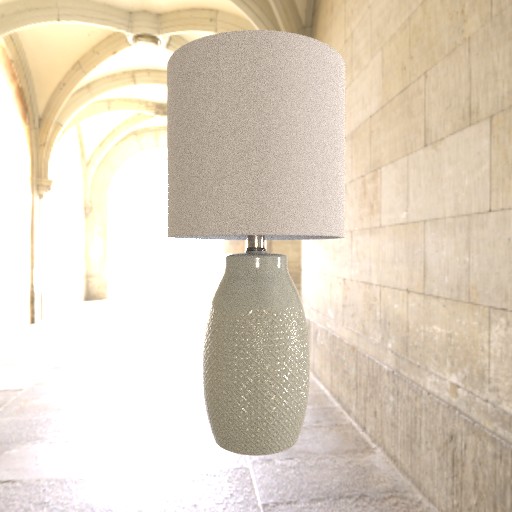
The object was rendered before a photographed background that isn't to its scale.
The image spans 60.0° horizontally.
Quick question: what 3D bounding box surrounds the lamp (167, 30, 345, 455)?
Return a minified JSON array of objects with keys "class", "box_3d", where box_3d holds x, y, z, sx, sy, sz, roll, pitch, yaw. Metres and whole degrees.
[{"class":"lamp","box_3d":[0.000,0.000,0.552,0.217,0.453,0.217,1,1,37]}]
